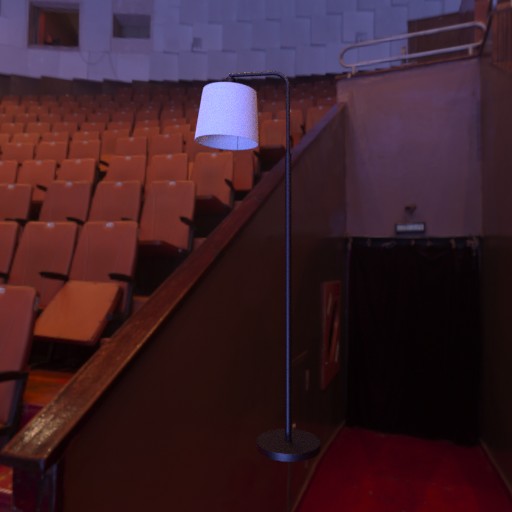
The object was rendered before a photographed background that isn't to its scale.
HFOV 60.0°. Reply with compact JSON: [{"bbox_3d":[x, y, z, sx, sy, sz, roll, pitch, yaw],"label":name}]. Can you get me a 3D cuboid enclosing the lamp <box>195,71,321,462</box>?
[{"bbox_3d":[0.000,0.000,1.756,0.508,1.478,0.254,0,-1,18],"label":"lamp"}]
